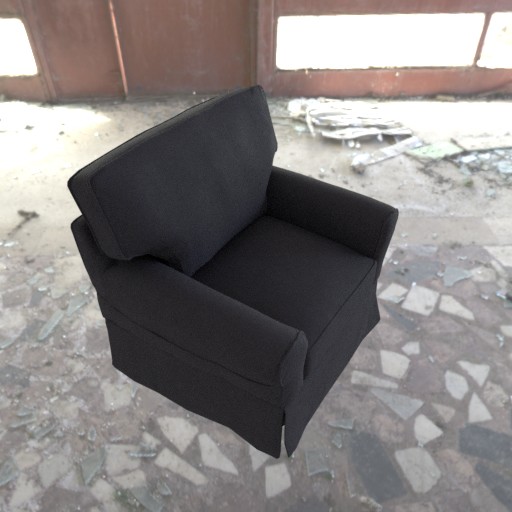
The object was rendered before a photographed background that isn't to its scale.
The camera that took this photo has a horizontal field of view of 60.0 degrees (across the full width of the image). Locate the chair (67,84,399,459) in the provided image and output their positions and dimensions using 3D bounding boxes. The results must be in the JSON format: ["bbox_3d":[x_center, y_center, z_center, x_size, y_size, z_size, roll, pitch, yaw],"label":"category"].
[{"bbox_3d":[0.000,0.000,1.966,1.002,1.140,1.119,24,46,25],"label":"chair"}]
